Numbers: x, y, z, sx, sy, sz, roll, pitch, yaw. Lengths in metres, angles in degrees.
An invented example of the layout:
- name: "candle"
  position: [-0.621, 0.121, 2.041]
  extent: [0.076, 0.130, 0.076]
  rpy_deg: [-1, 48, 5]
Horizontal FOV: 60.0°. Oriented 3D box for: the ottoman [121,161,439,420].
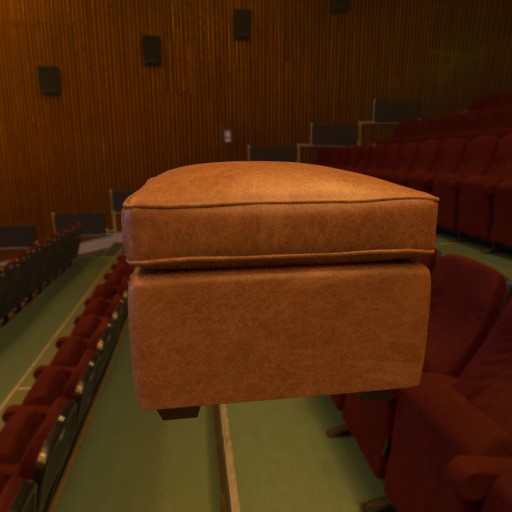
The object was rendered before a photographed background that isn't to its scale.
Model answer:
- name: "ottoman"
  position: [0.000, 0.000, 1.119]
  extent: [0.554, 0.468, 0.756]
  rpy_deg: [-2, 13, -9]
